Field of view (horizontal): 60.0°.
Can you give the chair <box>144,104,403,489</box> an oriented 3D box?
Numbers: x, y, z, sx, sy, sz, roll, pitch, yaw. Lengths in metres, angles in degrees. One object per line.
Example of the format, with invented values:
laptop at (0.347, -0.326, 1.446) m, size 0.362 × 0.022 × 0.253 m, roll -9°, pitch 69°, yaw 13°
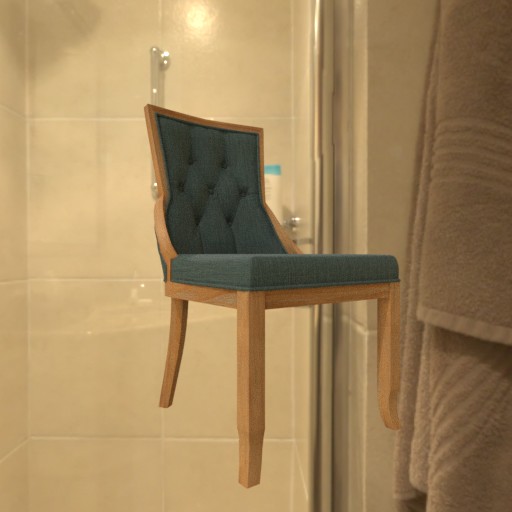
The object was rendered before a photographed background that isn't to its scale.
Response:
chair at (0.000, 0.000, 1.309) m, size 0.524 × 0.947 × 0.641 m, roll 0°, pitch 1°, yaw -37°
